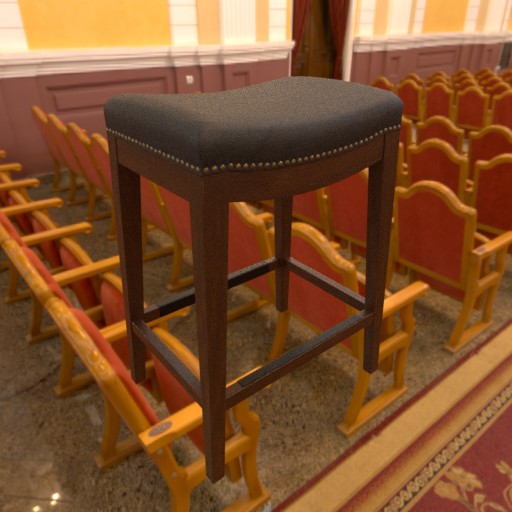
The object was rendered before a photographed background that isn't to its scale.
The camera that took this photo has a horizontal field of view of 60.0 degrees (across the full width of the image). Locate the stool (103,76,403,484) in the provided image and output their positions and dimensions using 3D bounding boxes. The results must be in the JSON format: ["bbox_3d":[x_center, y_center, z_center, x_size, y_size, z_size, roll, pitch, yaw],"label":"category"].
[{"bbox_3d":[0.000,0.000,0.929,0.490,0.664,0.353,-21,35,-33],"label":"stool"}]
